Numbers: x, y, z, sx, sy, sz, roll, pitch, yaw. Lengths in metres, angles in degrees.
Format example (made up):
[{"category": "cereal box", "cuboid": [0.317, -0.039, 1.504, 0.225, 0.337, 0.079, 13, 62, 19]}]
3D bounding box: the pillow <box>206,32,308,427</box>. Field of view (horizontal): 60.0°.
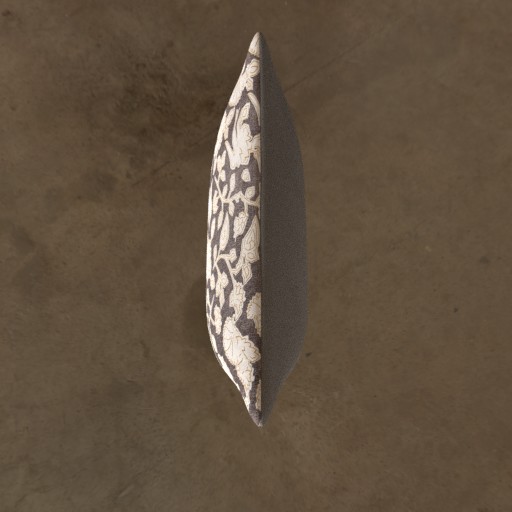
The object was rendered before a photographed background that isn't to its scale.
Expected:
[{"category": "pillow", "cuboid": [0.000, 0.000, 0.797, 0.166, 0.507, 0.526, 0, 75, 0]}]
